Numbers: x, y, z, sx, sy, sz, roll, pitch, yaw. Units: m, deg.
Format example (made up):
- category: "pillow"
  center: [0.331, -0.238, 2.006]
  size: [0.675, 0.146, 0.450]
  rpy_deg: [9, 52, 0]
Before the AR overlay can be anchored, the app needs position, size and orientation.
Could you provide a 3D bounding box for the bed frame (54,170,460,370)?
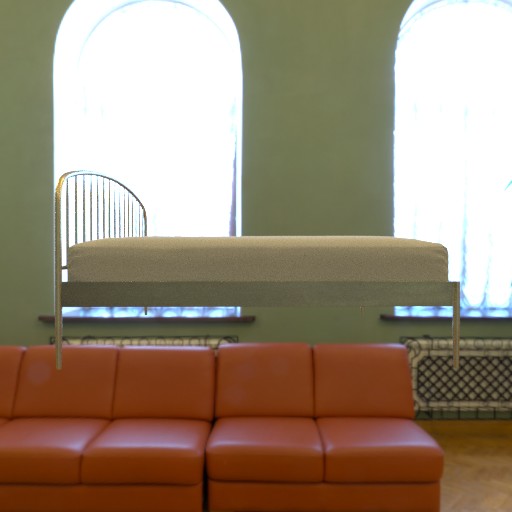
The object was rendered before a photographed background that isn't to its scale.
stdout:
- category: "bed frame"
  center: [0.000, 0.000, 3.345]
  size: [2.152, 1.174, 2.016]
  rpy_deg: [0, 1, -1]
